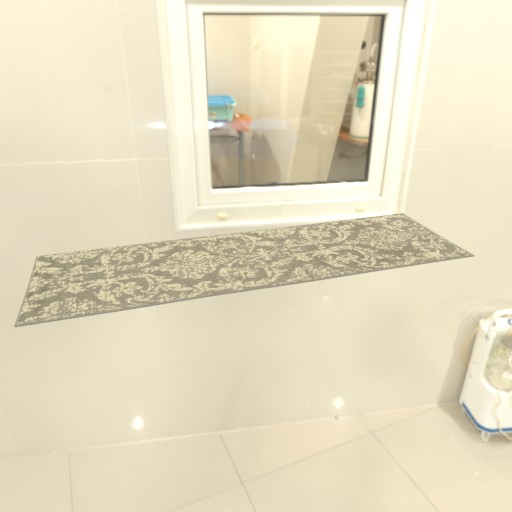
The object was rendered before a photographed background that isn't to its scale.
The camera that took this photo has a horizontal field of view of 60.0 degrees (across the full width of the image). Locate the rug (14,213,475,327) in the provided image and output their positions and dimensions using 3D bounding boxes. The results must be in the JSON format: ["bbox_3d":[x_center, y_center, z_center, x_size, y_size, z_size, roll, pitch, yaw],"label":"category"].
[{"bbox_3d":[0.000,0.000,2.319,2.196,0.011,0.662,-8,27,-15],"label":"rug"}]
